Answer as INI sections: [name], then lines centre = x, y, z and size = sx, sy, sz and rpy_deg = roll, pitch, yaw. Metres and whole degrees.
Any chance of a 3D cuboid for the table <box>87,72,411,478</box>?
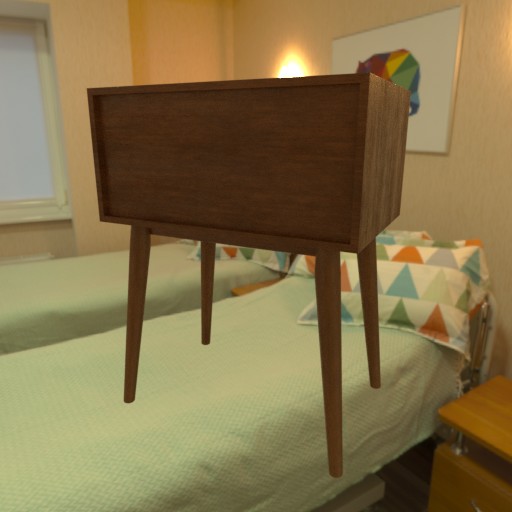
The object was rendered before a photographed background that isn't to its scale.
[table]
centre = 0.000, 0.000, 0.824
size = 0.454, 0.580, 0.307
rpy_deg = 8, 18, 26
